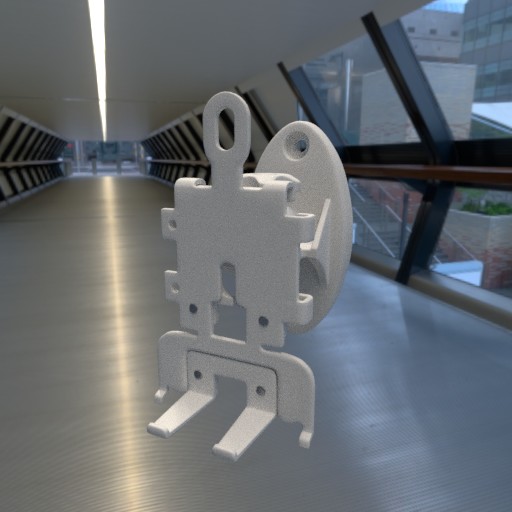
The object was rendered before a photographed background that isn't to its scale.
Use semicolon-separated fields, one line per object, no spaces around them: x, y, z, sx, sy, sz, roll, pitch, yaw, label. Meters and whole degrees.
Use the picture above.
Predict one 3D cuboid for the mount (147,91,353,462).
0.000;0.000;0.176;0.066;0.118;0.100;6;15;25;mount
